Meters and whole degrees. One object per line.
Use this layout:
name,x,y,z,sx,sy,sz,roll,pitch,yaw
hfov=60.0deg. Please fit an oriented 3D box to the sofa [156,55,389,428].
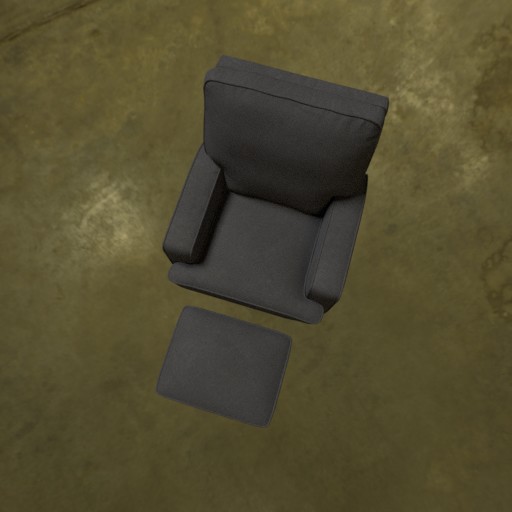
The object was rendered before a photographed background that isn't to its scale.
sofa,0.000,0.000,2.062,0.861,0.959,1.472,16,76,4
